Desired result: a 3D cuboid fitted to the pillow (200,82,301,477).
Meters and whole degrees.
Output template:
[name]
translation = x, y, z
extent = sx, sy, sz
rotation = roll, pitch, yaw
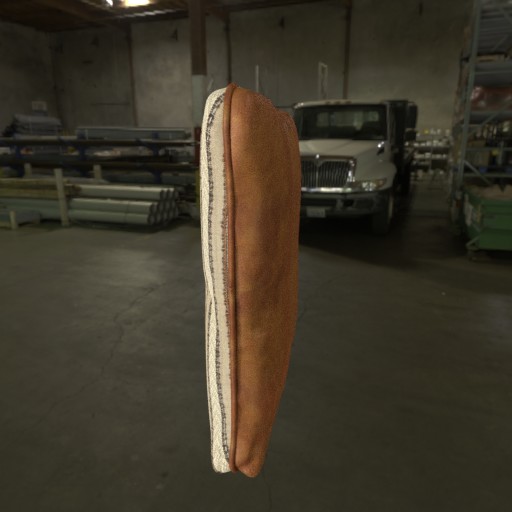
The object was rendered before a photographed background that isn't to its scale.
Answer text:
[pillow]
translation = 0.000, 0.000, 0.730
extent = 0.130, 0.490, 0.489
rotation = 2, 15, 9
